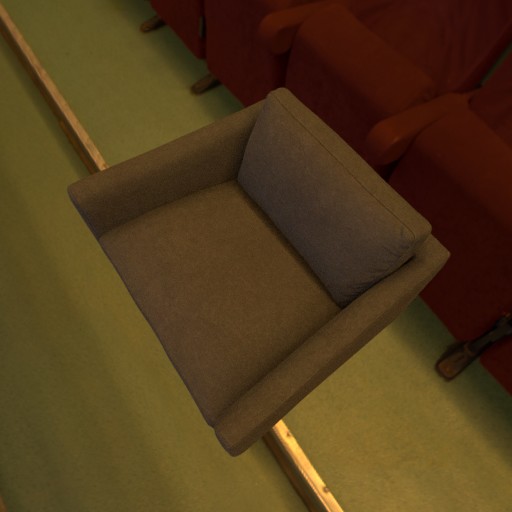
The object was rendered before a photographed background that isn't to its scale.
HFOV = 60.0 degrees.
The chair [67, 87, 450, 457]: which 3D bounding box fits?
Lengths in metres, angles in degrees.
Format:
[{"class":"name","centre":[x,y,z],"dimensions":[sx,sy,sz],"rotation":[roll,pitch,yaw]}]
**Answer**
[{"class":"chair","centre":[0.000,0.000,1.904],"dimensions":[1.091,0.845,1.190],"rotation":[-32,67,-15]}]
